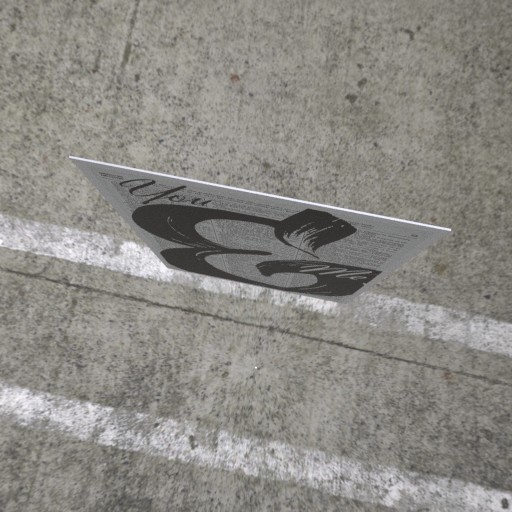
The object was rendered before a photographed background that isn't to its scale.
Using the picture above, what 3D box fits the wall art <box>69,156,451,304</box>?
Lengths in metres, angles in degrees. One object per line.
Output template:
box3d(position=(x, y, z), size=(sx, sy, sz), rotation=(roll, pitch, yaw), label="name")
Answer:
box3d(position=(0.000, 0.000, 0.816), size=(0.457, 0.609, 0.003), rotation=(11, 76, 3), label="wall art")
